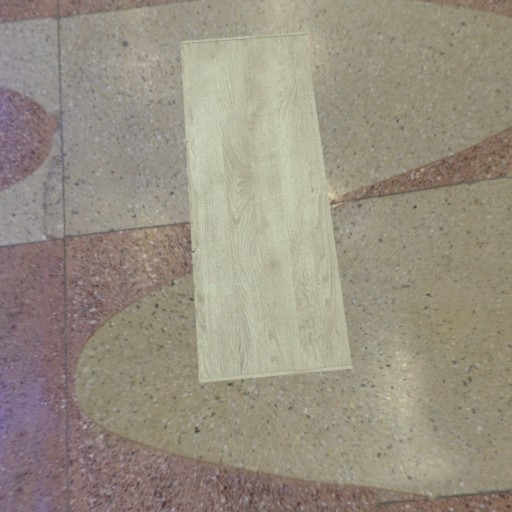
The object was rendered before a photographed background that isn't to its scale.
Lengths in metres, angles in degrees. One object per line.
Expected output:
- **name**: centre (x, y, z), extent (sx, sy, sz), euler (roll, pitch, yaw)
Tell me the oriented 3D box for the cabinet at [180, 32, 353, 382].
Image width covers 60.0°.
- **cabinet**: centre (0.000, 0.000, 2.503), extent (0.510, 1.910, 1.290), euler (-5, 76, -1)
